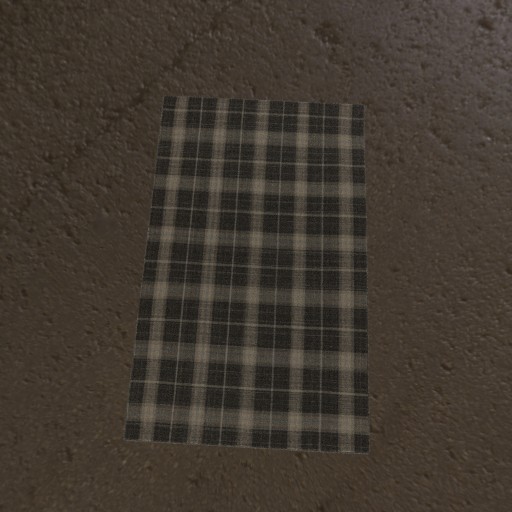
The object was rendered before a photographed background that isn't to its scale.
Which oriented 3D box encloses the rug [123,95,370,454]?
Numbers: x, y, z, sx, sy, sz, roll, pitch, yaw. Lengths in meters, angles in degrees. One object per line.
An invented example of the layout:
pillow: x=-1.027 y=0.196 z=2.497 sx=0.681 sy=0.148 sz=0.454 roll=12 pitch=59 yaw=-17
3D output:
rug: x=0.000 y=0.000 z=3.025 sx=1.520 sy=0.015 sz=2.434 roll=3 pitch=75 yaw=1
